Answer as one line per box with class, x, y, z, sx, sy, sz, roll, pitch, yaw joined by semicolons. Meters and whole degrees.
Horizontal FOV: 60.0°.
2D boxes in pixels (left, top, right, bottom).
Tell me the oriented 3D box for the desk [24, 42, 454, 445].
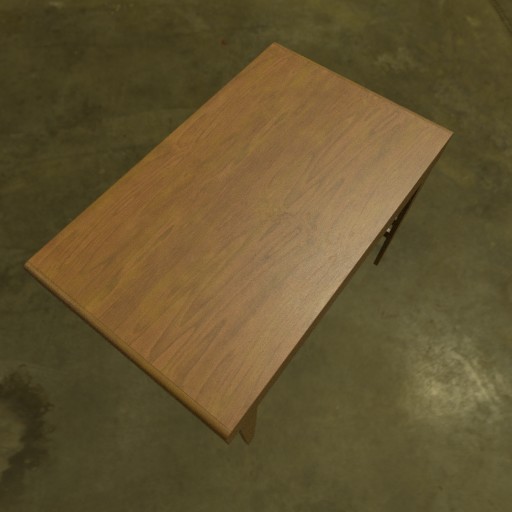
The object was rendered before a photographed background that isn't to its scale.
desk;0.000;0.000;1.538;0.660;0.754;1.066;34;68;16
